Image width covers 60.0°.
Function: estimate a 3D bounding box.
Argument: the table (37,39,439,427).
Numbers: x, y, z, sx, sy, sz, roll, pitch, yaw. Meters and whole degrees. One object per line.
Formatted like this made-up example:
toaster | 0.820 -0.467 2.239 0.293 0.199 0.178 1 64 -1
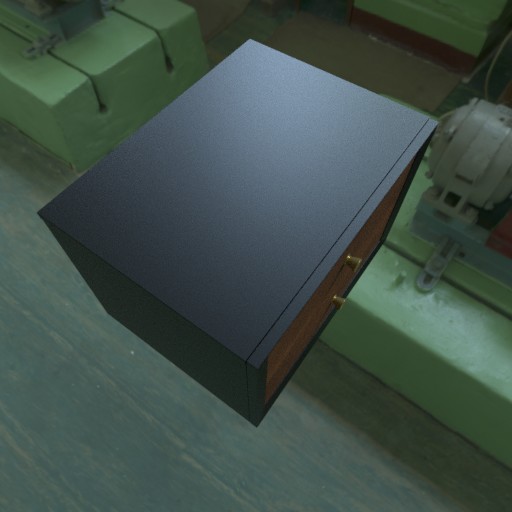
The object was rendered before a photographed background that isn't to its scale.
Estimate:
table | 0.000 0.000 0.995 0.441 0.584 0.564 32 64 18
